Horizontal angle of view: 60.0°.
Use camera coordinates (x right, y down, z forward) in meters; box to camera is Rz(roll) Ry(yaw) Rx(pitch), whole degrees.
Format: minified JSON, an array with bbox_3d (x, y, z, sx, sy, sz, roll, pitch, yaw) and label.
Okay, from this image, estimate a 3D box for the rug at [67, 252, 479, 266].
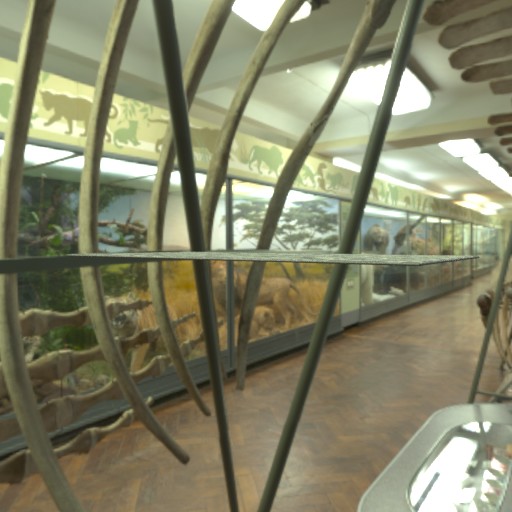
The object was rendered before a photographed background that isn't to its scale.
[{"bbox_3d":[0.000,0.000,1.446,1.219,0.007,0.604,1,2,36],"label":"rug"}]
